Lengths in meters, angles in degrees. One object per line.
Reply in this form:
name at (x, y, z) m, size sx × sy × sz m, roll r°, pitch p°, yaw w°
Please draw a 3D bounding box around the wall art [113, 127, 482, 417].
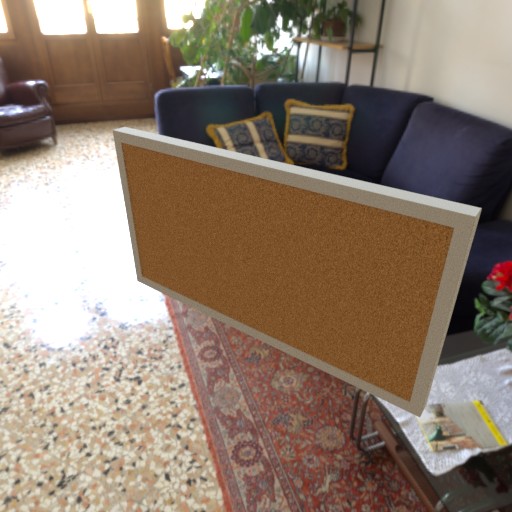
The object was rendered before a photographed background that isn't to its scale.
wall art at (0.000, 0.000, 0.969) m, size 0.812 × 0.431 × 0.038 m, roll 20°, pitch 36°, yaw 30°
